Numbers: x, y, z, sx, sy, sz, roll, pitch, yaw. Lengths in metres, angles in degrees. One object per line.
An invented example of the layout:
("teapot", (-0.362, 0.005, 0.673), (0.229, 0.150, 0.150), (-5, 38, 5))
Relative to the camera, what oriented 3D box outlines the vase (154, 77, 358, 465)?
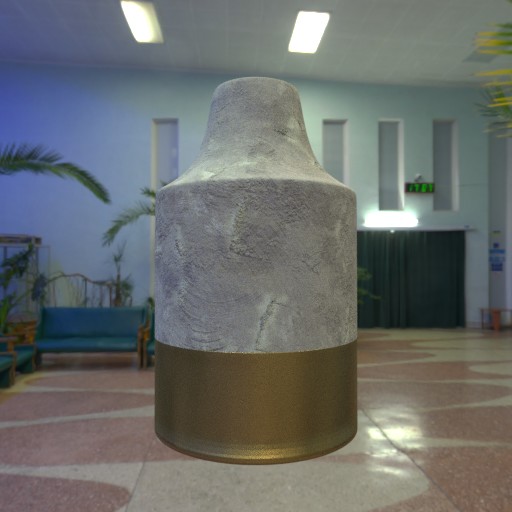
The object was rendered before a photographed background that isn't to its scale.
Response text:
("vase", (0.000, 0.000, 0.414), (0.184, 0.305, 0.184), (0, -1, 0))
